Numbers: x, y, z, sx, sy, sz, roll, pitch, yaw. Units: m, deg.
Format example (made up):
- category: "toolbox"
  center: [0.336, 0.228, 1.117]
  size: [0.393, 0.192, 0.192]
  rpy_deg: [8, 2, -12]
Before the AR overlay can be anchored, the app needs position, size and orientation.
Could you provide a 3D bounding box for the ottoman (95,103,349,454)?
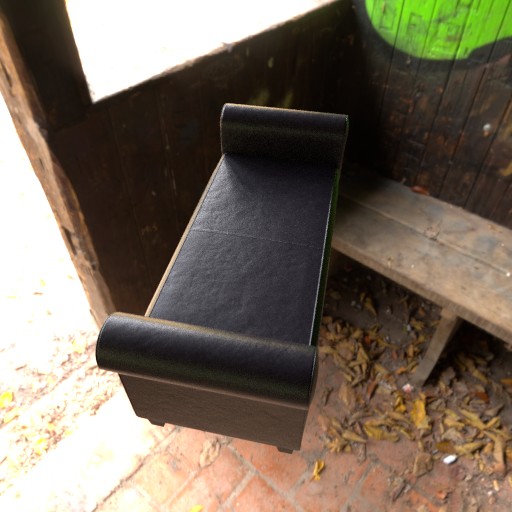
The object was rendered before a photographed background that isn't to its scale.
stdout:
- category: "ottoman"
  center: [0.000, 0.000, 1.581]
  size: [0.521, 0.547, 1.256]
  rpy_deg: [8, 46, 8]
